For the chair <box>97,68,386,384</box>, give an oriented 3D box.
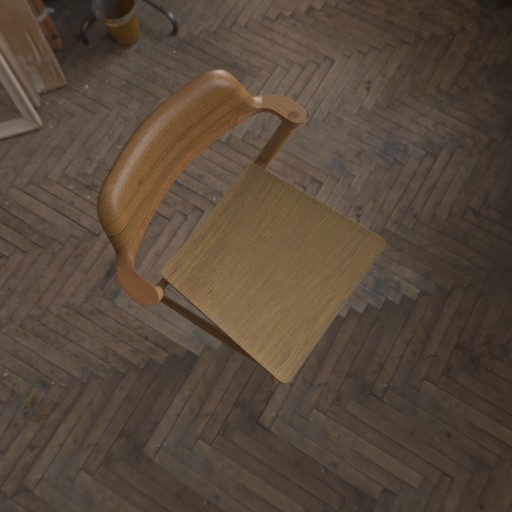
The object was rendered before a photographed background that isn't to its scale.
[{"bbox_3d":[0.000,0.000,1.120,0.499,0.792,0.512,36,79,8],"label":"chair"}]
